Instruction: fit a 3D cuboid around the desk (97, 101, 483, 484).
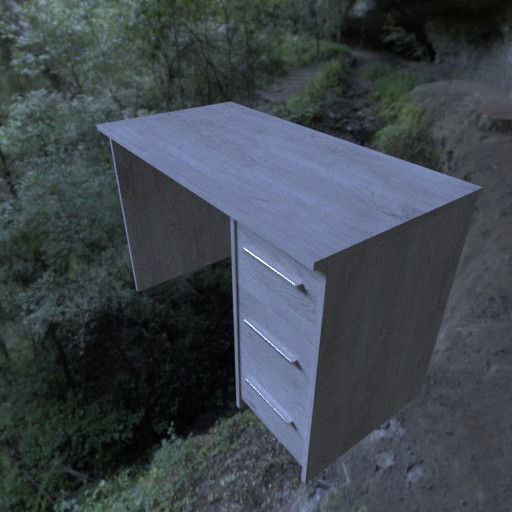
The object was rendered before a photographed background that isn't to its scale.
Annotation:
[{"bbox_3d":[0.000,0.000,1.502,0.560,0.735,1.097,-22,38,-30],"label":"desk"}]
